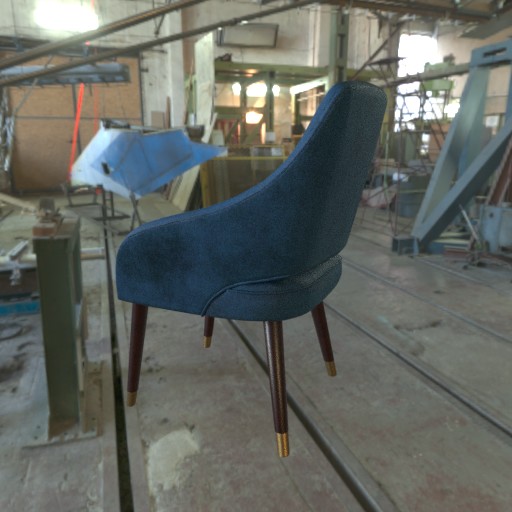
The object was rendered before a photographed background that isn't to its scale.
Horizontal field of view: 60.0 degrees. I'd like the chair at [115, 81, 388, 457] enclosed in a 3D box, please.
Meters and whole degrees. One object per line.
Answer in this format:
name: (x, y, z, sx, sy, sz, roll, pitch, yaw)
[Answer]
chair: (0.000, 0.000, 1.553, 0.794, 1.081, 0.683, 7, 16, 25)
